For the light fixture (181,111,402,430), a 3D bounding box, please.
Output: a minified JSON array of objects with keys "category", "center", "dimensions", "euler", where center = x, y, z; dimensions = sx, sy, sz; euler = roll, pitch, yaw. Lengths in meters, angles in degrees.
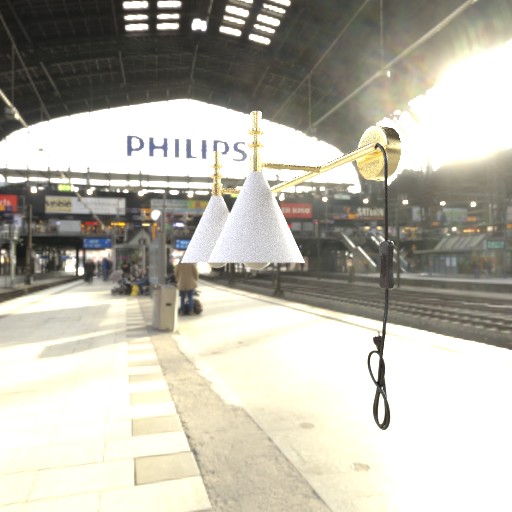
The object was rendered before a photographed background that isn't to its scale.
[{"category":"light fixture","center":[0.000,0.000,0.853],"dimensions":[0.239,0.468,0.642],"euler":[0,-1,-19]}]
